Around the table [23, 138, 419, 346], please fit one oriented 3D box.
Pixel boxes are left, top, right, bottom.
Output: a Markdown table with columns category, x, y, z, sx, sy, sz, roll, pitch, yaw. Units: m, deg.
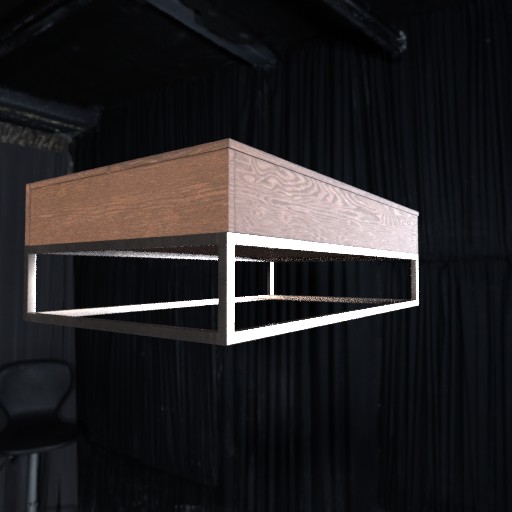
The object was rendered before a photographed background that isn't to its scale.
| category | x | y | z | sx | sy | sz | roll | pitch | yaw |
| --- | --- | --- | --- | --- | --- | --- | --- | --- | --- |
| table | 0.000 | 0.000 | 1.451 | 0.719 | 0.361 | 1.167 | -2 | -3 | 36 |
